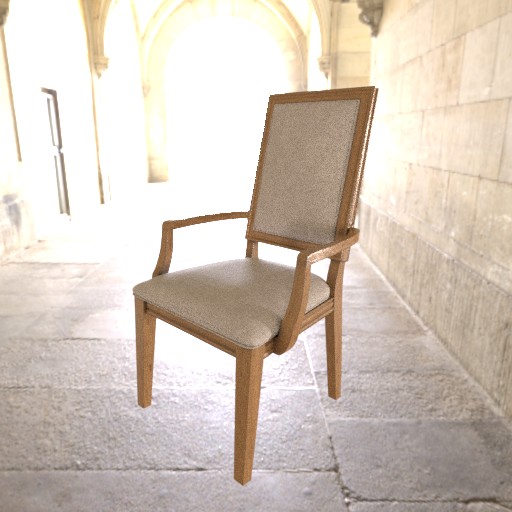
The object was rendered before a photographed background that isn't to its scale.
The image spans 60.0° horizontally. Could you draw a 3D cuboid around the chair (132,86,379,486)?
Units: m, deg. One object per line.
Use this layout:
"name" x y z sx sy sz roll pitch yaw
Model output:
"chair" 0.000 0.000 1.361 0.606 0.990 0.602 15 21 42
